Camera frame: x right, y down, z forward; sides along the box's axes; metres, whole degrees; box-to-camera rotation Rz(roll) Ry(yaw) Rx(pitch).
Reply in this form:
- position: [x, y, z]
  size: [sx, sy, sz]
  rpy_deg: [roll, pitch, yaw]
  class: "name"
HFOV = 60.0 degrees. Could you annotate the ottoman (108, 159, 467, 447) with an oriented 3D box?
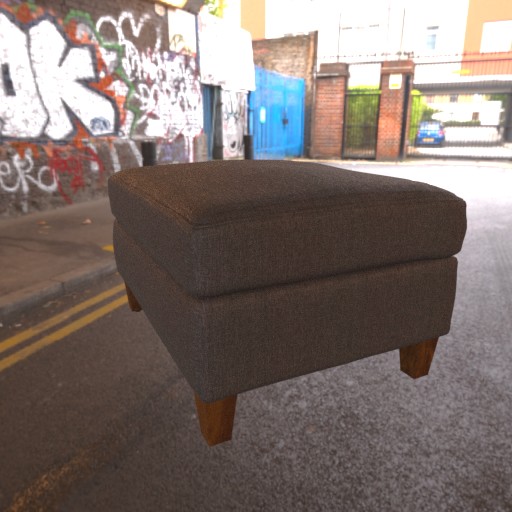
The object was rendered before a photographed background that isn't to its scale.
- position: [0.000, 0.000, 1.196]
  size: [0.639, 0.496, 0.826]
  rpy_deg: [-8, 18, -25]
  class: "ottoman"
